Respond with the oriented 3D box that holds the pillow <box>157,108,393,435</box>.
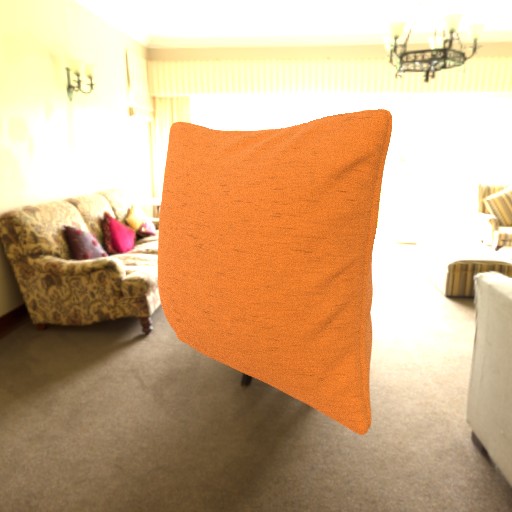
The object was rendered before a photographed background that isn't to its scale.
[{"bbox_3d":[0.000,0.000,0.687,0.246,0.415,0.432,-13,19,-42],"label":"pillow"}]
